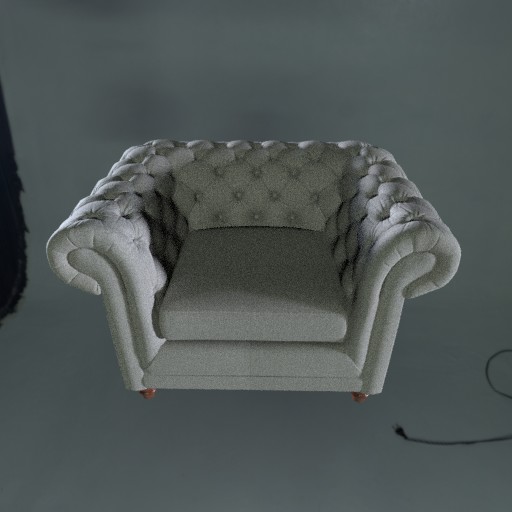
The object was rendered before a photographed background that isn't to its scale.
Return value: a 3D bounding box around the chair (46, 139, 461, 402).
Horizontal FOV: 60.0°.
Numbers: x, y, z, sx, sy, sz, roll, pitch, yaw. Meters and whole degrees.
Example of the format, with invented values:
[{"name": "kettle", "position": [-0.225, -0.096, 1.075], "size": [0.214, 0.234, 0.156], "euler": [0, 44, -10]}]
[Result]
[{"name": "chair", "position": [0.000, 0.000, 1.864], "size": [1.270, 0.770, 0.976], "euler": [1, 31, 1]}]
